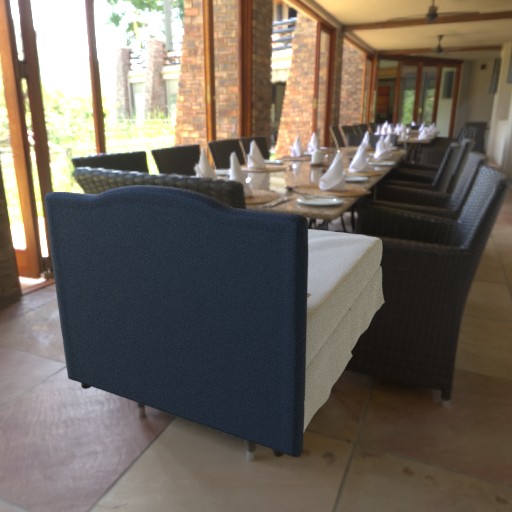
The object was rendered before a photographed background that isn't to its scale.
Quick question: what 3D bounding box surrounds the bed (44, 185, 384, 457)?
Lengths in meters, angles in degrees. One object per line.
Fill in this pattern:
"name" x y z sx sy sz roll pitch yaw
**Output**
"bed" 0.000 0.000 3.594 1.741 1.441 2.507 8 19 25
